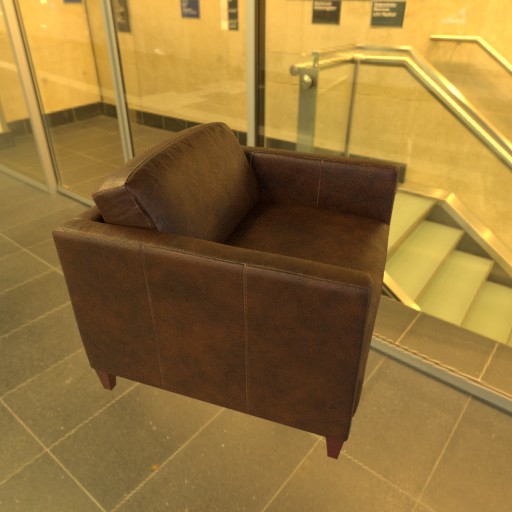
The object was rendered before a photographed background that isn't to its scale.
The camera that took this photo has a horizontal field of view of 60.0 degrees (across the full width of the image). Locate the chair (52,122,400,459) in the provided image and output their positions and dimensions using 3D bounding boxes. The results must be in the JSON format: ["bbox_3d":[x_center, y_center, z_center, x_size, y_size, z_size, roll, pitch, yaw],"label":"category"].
[{"bbox_3d":[0.000,0.000,1.732,0.975,0.864,0.990,10,32,17],"label":"chair"}]
